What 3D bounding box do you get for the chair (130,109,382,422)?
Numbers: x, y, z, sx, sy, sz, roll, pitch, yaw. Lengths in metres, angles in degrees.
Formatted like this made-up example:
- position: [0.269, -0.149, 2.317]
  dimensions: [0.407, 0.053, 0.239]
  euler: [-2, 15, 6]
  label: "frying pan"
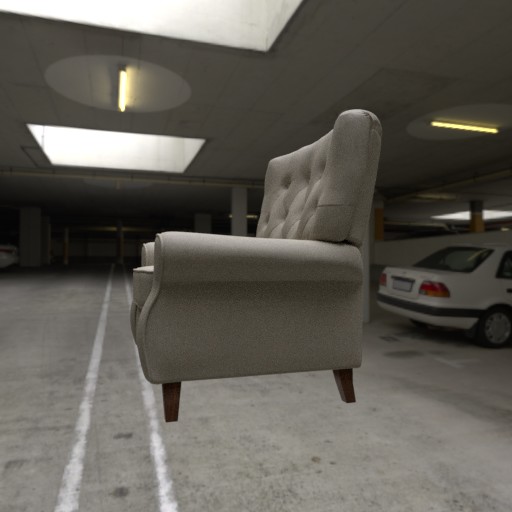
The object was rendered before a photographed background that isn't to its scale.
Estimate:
- position: [0.000, 0.000, 1.979]
  dimensions: [1.059, 1.158, 0.943]
  euler: [0, -1, -18]
  label: "chair"
